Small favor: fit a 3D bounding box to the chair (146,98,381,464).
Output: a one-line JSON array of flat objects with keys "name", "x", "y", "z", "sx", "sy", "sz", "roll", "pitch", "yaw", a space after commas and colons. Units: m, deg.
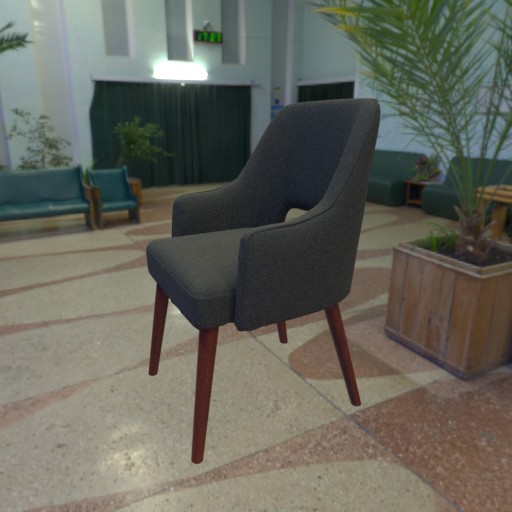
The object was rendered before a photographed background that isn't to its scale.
[{"name": "chair", "x": 0.000, "y": 0.000, "z": 1.241, "sx": 0.560, "sy": 0.838, "sz": 0.559, "roll": -8, "pitch": 19, "yaw": -25}]
